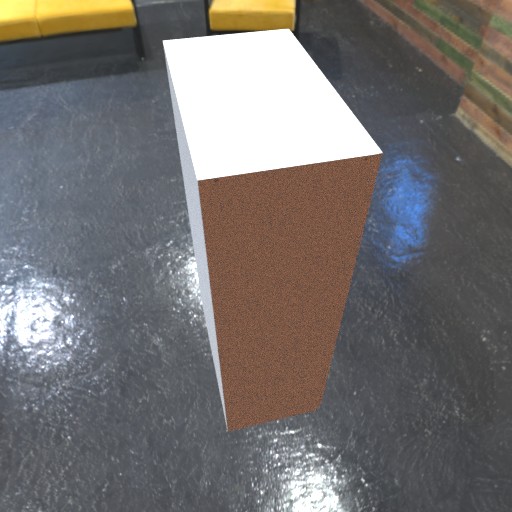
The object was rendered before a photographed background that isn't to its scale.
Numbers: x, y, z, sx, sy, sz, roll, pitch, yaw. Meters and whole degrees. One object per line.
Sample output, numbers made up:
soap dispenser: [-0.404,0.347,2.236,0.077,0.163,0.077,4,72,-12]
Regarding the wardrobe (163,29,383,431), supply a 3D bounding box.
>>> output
wardrobe: [0.000,0.000,2.271,0.577,1.808,0.991,-10,48,-9]
